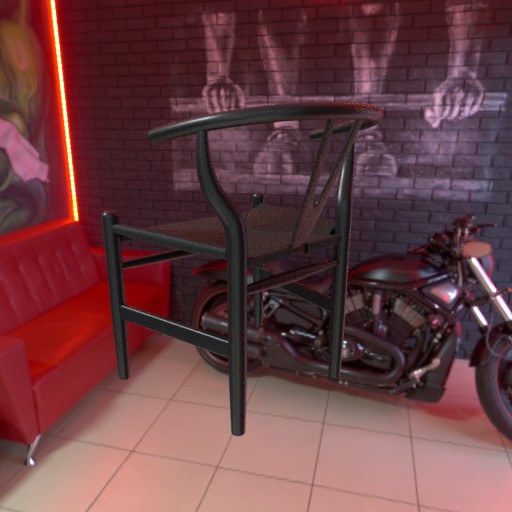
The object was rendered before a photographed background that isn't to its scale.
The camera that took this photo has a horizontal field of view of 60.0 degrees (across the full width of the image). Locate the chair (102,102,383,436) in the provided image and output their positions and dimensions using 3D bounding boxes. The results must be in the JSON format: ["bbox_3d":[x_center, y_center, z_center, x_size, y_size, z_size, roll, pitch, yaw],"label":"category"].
[{"bbox_3d":[0.000,0.000,1.154,0.569,0.730,0.579,-14,21,-41],"label":"chair"}]
